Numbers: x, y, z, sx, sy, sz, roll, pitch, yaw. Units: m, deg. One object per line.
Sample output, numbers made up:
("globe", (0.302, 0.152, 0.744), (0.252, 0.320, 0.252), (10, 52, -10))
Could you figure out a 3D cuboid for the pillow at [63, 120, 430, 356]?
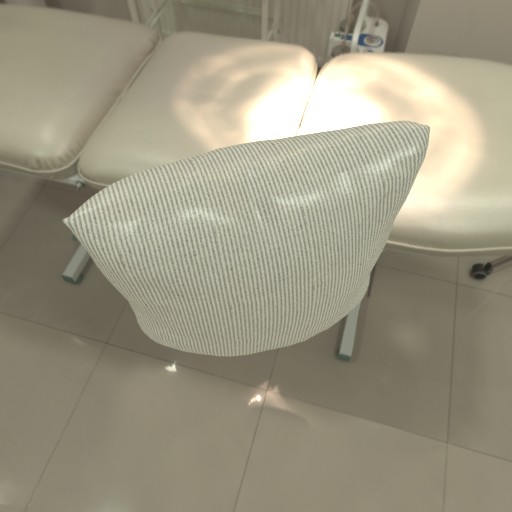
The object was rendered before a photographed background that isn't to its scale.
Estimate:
("pillow", (0.000, 0.000, 0.693), (0.387, 0.432, 0.310), (14, 59, 8))
